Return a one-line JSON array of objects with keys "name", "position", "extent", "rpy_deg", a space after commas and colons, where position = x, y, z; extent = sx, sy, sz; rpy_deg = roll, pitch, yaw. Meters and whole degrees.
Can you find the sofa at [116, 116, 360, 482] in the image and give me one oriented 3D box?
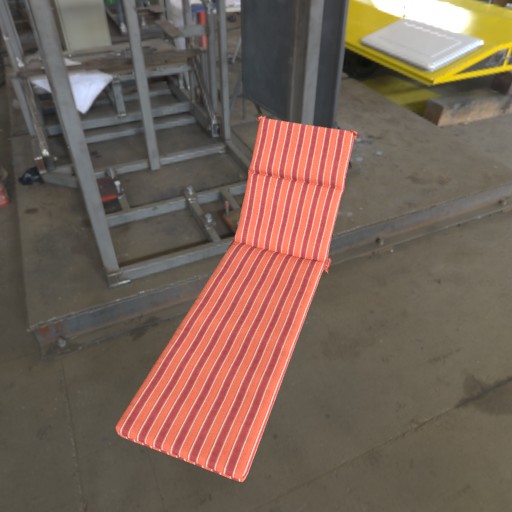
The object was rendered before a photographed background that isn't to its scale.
[{"name": "sofa", "position": [0.000, 0.000, 1.997], "extent": [0.582, 0.622, 1.663], "rpy_deg": [13, 43, 15]}]
